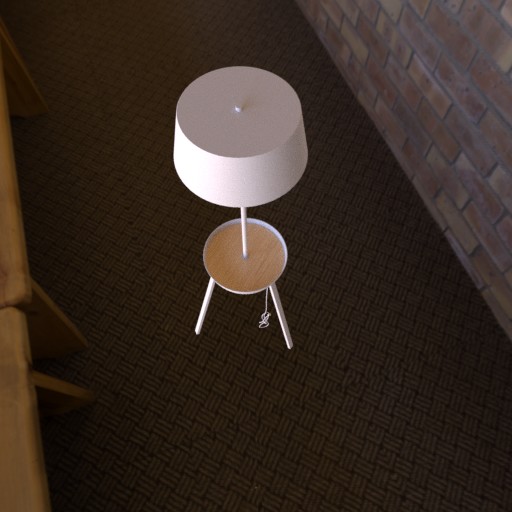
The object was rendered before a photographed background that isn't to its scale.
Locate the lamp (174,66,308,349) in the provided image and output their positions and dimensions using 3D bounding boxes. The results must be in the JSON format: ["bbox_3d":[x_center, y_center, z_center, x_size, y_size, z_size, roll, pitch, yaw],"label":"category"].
[{"bbox_3d":[0.000,0.000,1.680,0.468,1.429,0.508,35,68,17],"label":"lamp"}]
